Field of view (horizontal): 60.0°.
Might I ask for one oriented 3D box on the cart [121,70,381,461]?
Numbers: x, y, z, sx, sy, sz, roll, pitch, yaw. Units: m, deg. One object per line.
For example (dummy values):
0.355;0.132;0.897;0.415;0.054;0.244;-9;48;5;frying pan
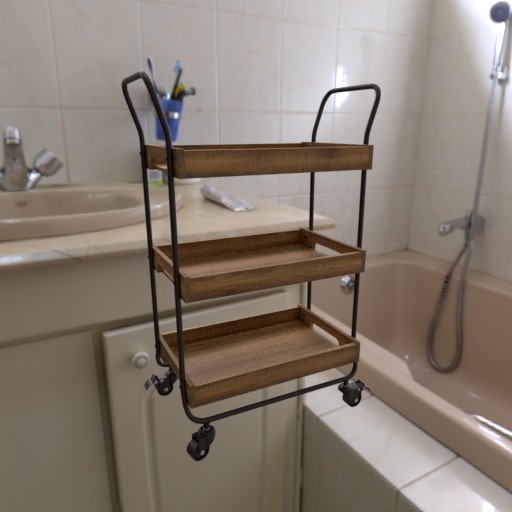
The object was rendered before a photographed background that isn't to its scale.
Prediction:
0.000;0.000;1.161;0.583;0.857;0.339;-8;18;-26;cart
